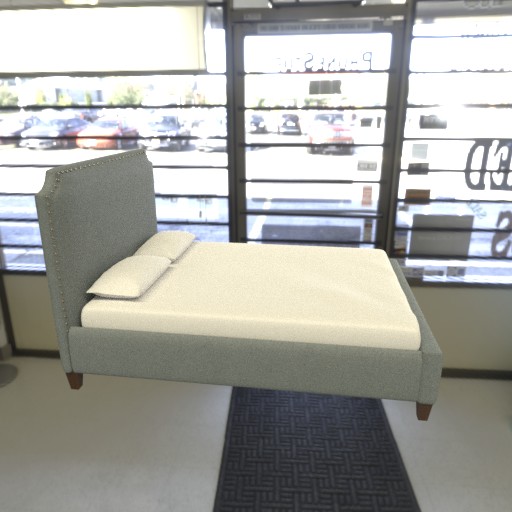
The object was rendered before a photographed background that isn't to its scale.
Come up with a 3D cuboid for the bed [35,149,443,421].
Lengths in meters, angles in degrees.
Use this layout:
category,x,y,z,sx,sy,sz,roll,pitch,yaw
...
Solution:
category,x,y,z,sx,sy,sz,roll,pitch,yaw
bed,0.000,0.000,3.341,2.372,1.443,1.712,3,19,8
